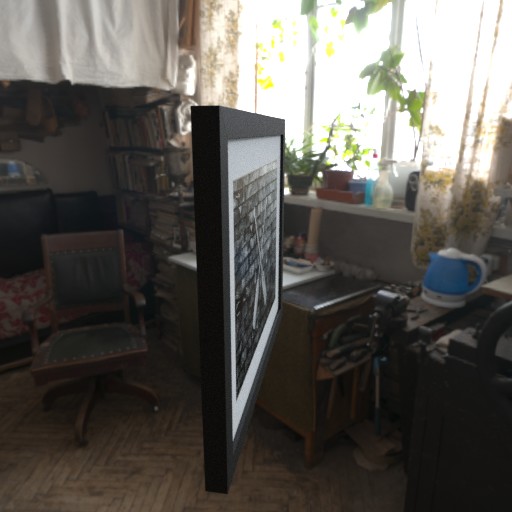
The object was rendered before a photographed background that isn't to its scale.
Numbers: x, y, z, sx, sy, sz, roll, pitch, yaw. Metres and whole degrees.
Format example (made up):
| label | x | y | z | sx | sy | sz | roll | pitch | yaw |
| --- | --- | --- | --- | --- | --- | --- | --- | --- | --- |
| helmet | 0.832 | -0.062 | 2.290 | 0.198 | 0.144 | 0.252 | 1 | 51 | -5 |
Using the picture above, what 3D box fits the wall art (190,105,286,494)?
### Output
| label | x | y | z | sx | sy | sz | roll | pitch | yaw |
| --- | --- | --- | --- | --- | --- | --- | --- | --- | --- |
| wall art | 0.000 | 0.000 | 0.753 | 0.029 | 0.457 | 0.558 | 3 | 16 | 10 |
